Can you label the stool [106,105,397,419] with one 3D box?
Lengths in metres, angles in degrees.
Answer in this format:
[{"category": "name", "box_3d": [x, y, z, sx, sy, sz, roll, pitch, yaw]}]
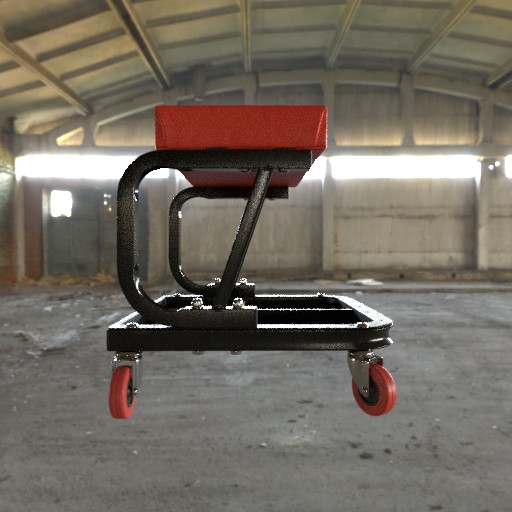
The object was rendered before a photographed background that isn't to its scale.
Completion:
[{"category": "stool", "box_3d": [0.000, 0.000, 0.725, 0.371, 0.380, 0.446, 0, 1, -1]}]
